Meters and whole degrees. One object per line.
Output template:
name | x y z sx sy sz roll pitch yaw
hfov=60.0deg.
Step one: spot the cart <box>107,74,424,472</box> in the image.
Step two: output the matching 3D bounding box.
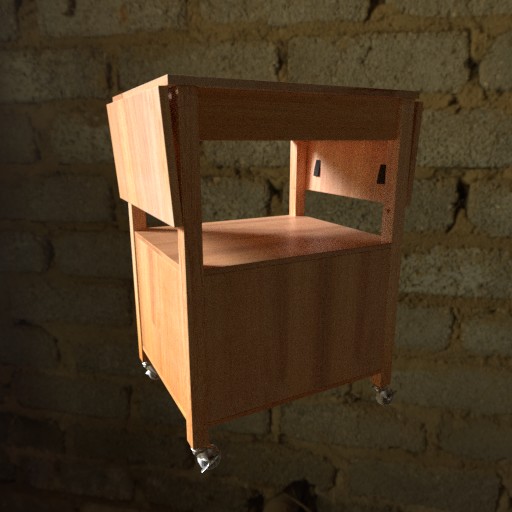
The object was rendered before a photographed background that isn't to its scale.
cart | 0.000 0.000 1.218 0.640 0.838 0.508 -8 17 -27
